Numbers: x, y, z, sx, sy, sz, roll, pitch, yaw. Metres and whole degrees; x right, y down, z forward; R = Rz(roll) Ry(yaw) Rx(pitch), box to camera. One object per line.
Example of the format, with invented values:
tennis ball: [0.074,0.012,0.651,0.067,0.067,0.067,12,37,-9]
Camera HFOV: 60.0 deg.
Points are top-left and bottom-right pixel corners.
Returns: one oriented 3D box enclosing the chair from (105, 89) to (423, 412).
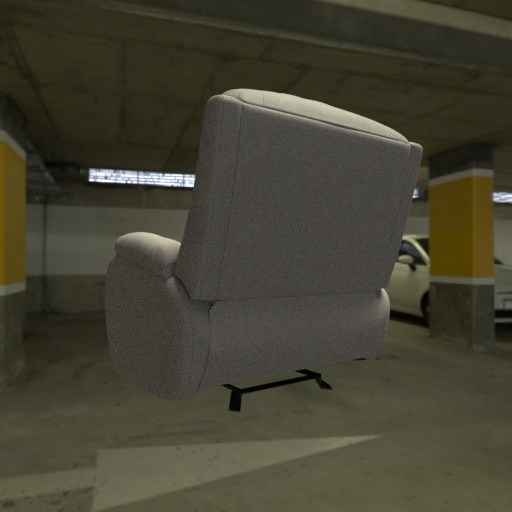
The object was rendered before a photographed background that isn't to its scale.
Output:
chair: [0.000,0.000,1.717,0.930,1.011,0.899,0,-1,-36]
